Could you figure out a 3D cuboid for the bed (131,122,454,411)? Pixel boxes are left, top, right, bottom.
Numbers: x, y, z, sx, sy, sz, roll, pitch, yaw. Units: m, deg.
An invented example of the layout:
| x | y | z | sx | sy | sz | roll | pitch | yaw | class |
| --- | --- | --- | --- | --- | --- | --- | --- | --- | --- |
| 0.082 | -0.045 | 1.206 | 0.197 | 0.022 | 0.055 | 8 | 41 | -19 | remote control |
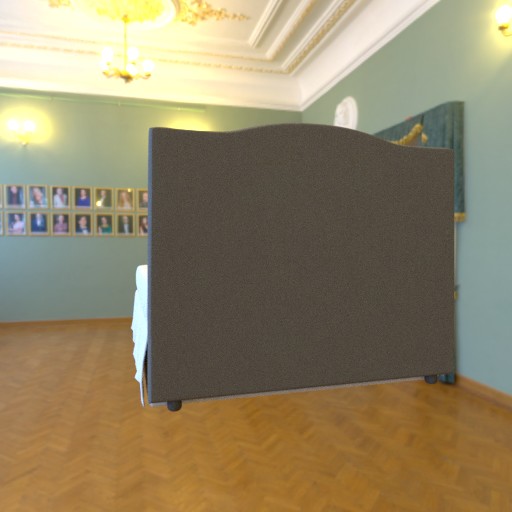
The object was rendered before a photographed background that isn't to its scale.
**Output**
| x | y | z | sx | sy | sz | roll | pitch | yaw | class |
| --- | --- | --- | --- | --- | --- | --- | --- | --- | --- |
| 0.000 | 0.000 | 3.388 | 1.821 | 1.436 | 2.282 | 0 | 2 | -17 | bed |
